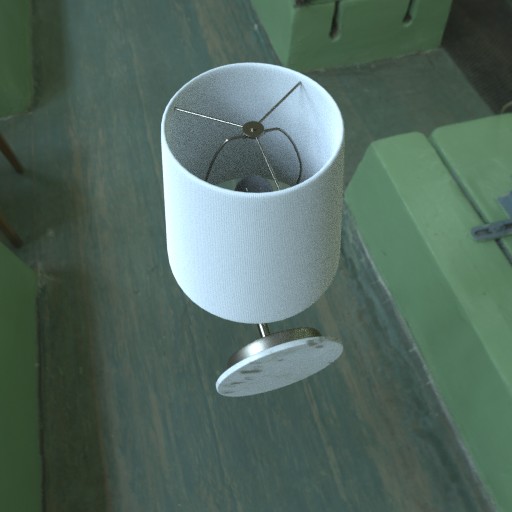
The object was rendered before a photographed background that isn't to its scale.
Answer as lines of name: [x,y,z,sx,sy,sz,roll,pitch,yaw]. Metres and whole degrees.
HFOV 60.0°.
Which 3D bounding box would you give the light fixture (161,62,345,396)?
light fixture: [0.000,0.000,0.446,0.168,0.337,0.188,-15,60,-9]
